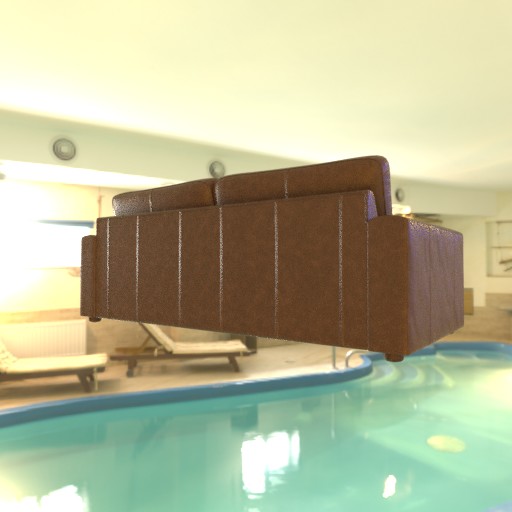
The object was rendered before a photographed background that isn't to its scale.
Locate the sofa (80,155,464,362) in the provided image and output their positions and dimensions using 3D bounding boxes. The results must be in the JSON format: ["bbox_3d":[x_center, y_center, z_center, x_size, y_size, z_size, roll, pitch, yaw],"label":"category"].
[{"bbox_3d":[0.000,0.000,2.722,2.179,0.873,1.016,-1,-1,36],"label":"sofa"}]
